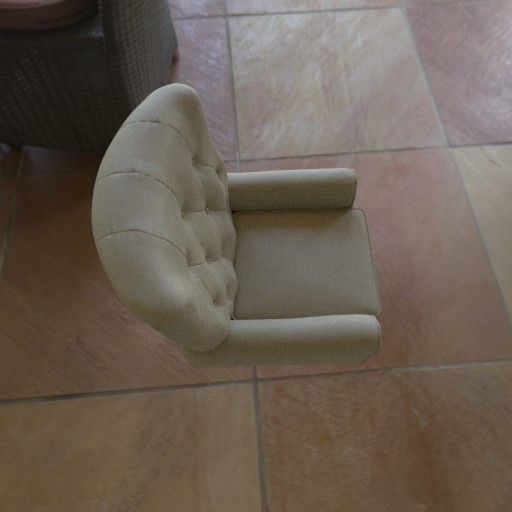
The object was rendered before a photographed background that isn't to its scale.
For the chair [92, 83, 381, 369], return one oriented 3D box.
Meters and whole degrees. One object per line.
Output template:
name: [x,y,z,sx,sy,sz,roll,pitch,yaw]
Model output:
chair: [0.000,0.000,1.899,1.059,1.158,0.943,-1,64,-1]
